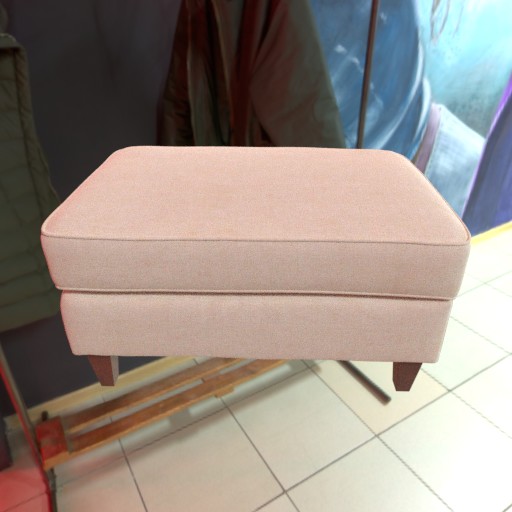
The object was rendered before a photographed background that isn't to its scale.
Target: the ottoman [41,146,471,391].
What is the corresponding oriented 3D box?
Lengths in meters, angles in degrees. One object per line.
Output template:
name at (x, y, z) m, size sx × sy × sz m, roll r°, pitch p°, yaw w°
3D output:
ottoman at (0.000, 0.000, 1.185) m, size 0.862 × 0.484 × 0.583 m, roll 1°, pitch 31°, yaw 1°
